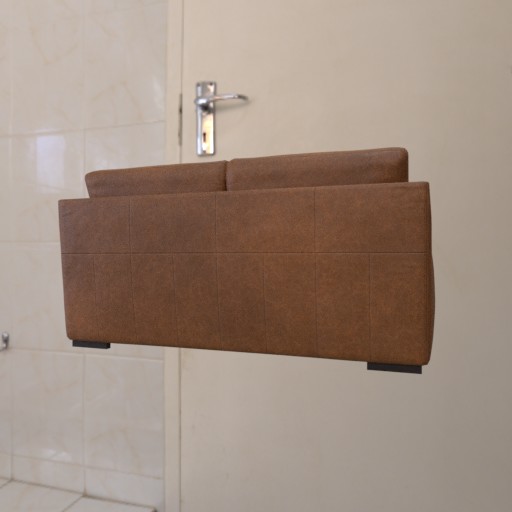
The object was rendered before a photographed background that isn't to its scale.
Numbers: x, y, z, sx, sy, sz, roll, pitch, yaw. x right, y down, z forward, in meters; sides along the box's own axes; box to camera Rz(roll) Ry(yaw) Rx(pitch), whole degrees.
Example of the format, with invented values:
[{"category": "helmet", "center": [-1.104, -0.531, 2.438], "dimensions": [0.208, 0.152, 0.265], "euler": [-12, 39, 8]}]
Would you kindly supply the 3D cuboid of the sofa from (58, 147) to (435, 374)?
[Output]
[{"category": "sofa", "center": [0.000, 0.000, 2.539], "dimensions": [1.880, 0.966, 1.144], "euler": [0, 0, 19]}]
